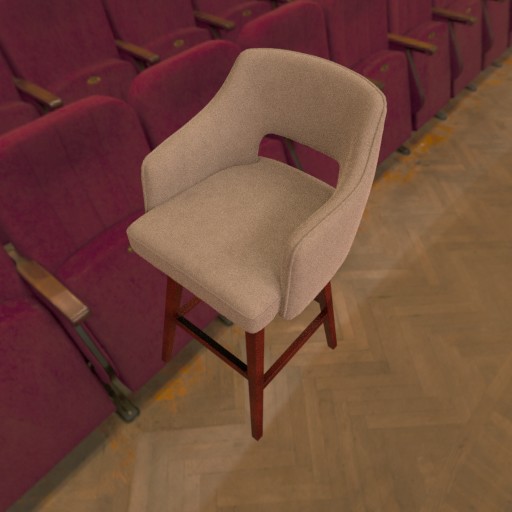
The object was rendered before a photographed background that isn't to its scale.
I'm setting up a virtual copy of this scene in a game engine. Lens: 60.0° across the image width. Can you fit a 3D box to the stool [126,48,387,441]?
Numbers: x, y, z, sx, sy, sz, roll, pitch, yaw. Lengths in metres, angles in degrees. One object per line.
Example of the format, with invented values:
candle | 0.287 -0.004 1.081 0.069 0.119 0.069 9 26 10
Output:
stool | 0.000 0.000 1.337 0.548 1.012 0.558 31 54 26
